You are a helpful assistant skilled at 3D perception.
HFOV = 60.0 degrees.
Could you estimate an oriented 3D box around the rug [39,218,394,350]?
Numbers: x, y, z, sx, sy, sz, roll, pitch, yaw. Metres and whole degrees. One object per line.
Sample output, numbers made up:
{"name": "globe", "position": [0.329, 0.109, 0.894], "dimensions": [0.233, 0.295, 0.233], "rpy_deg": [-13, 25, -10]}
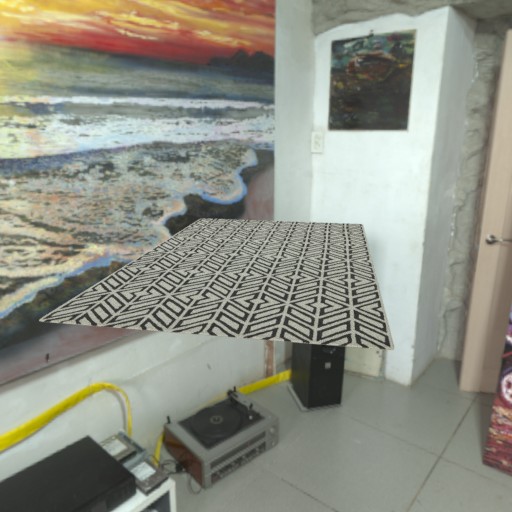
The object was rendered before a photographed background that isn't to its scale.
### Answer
{"name": "rug", "position": [0.000, 0.000, 2.980], "dimensions": [1.523, 0.008, 2.438], "rpy_deg": [3, 16, 10]}
